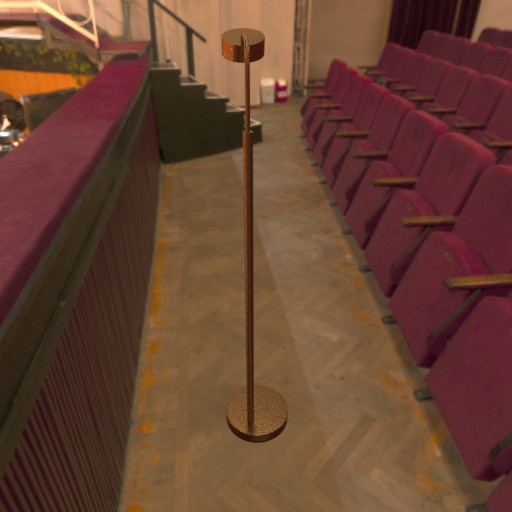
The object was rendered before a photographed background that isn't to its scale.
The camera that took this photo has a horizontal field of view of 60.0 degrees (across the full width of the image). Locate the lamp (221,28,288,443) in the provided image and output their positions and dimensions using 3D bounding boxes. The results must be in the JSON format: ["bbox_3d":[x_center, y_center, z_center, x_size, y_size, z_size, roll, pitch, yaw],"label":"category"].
[{"bbox_3d":[0.000,0.000,1.365,0.219,1.230,0.418,-1,31,-2],"label":"lamp"}]
